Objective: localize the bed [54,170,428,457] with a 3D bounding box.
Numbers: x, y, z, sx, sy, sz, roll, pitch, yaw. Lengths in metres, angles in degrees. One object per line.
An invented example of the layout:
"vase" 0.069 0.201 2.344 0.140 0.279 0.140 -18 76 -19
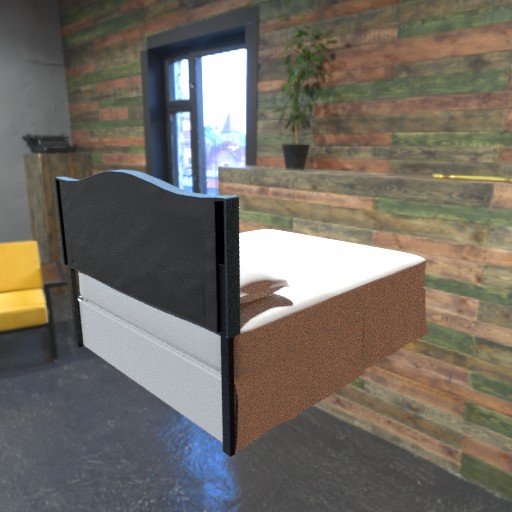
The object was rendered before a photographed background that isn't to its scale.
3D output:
"bed" 0.000 0.000 2.894 1.872 1.169 1.610 -13 19 -43
